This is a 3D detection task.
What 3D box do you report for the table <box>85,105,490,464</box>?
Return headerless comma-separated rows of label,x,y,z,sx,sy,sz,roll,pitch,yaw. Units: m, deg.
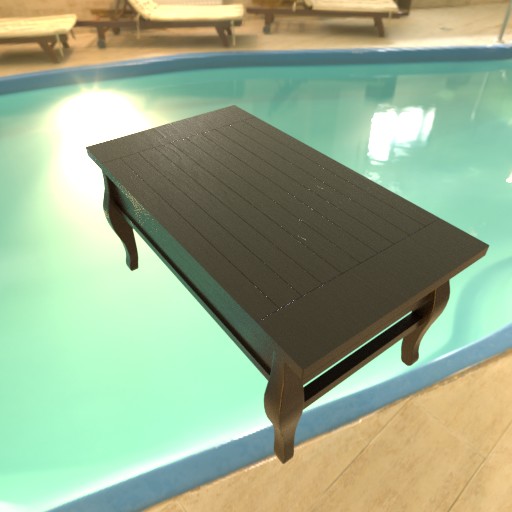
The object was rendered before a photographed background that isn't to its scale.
table,0.000,0.000,1.396,0.600,0.494,1.062,-26,47,-27
